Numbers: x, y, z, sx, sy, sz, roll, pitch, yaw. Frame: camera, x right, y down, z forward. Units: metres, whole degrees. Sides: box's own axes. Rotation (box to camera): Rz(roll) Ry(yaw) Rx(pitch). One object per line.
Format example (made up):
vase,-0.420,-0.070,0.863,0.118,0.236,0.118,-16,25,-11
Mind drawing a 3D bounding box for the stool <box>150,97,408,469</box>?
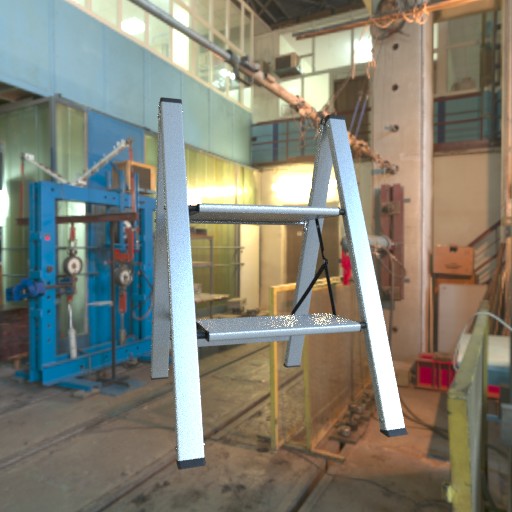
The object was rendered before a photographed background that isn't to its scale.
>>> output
stool,0.000,0.000,1.021,0.440,0.670,0.535,0,1,-18
